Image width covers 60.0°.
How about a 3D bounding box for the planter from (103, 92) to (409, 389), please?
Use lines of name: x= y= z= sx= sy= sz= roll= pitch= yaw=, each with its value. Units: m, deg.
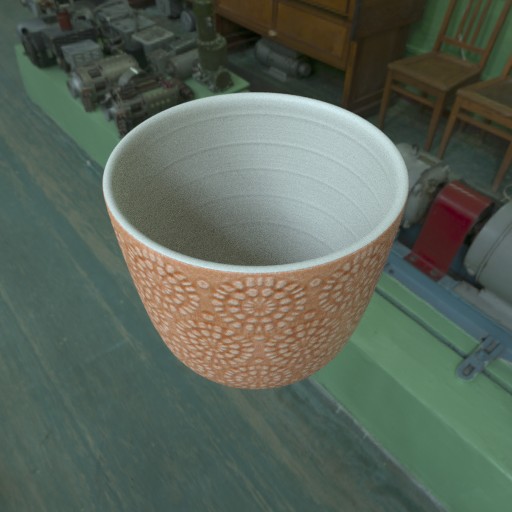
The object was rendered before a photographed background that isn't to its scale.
planter: x=0.000 y=0.000 z=0.375 sx=0.208 sy=0.190 sz=0.208 roll=0 pitch=46 yaw=0
